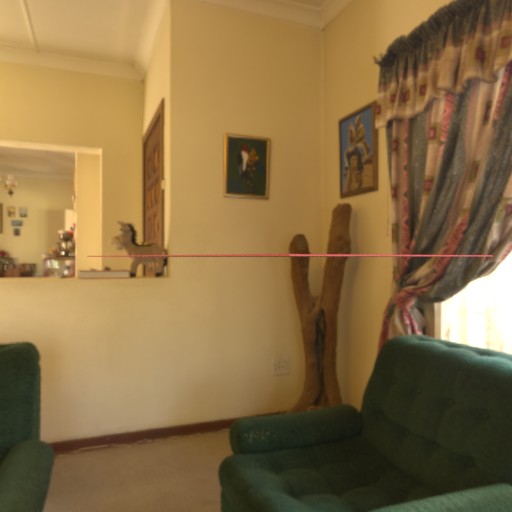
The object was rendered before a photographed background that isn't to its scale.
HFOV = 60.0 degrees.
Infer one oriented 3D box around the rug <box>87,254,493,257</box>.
[{"bbox_3d":[0.000,0.000,3.014,1.534,0.010,2.423,0,0,-37],"label":"rug"}]
